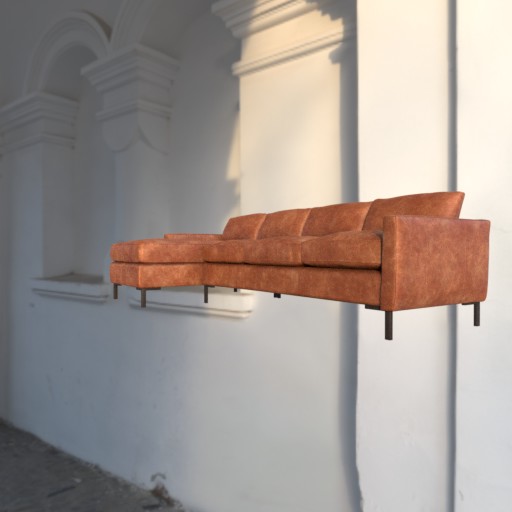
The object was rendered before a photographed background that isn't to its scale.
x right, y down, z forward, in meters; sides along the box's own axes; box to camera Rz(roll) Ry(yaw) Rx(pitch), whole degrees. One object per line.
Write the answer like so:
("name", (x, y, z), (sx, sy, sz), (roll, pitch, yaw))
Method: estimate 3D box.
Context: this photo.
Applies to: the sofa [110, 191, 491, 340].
("sofa", (0.000, 0.000, 3.535), (1.471, 0.859, 2.993), (0, 1, -35))
